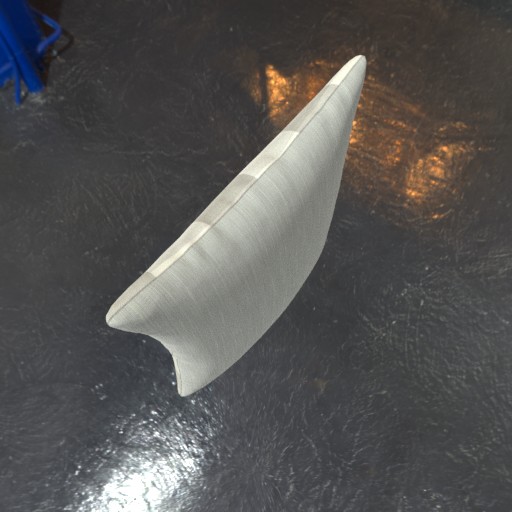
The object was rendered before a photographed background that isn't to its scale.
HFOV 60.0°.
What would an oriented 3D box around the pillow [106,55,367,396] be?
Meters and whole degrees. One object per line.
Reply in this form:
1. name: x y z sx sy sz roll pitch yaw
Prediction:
1. pillow: 0.000 0.000 0.781 0.161 0.509 0.511 35 69 16
